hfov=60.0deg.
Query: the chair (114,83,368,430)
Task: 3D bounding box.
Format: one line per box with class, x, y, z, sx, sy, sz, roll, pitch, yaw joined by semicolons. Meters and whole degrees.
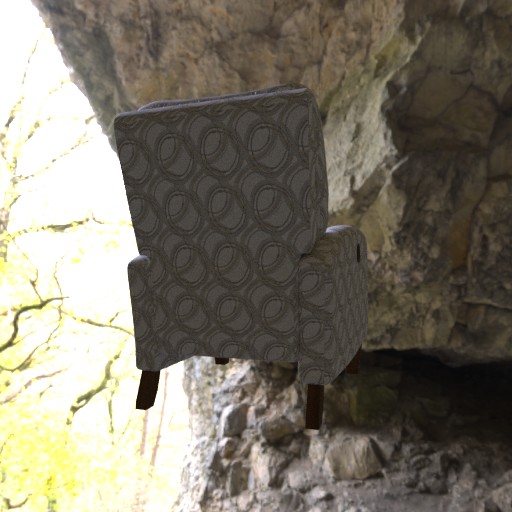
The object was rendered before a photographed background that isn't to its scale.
chair;0.000;0.000;1.769;0.796;1.065;0.995;-1;-2;19
